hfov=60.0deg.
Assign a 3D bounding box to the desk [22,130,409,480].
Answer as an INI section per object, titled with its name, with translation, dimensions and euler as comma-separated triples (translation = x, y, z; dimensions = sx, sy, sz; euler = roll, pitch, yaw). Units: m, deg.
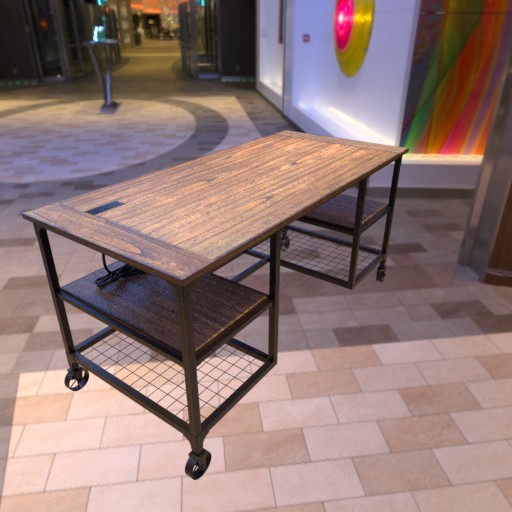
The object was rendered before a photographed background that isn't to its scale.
[desk]
translation = 0.000, 0.000, 1.959
dimensions = 0.711, 0.751, 1.590
euler = 19, 33, 32
